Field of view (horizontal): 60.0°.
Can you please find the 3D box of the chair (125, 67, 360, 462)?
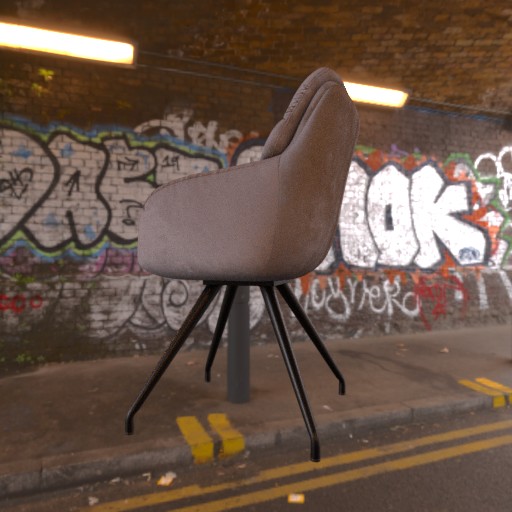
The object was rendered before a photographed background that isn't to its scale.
[{"bbox_3d":[0.000,0.000,1.256,0.569,0.888,0.579,0,0,18],"label":"chair"}]
